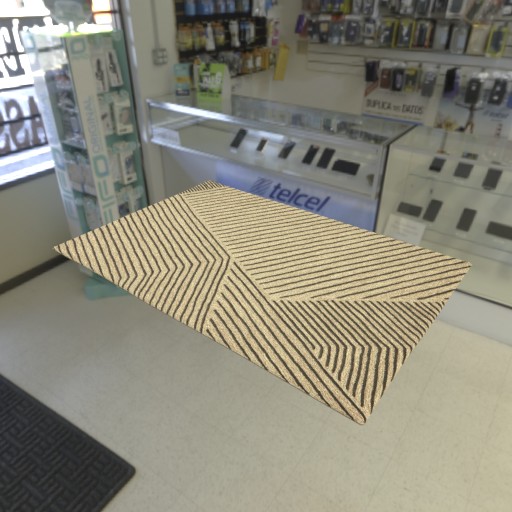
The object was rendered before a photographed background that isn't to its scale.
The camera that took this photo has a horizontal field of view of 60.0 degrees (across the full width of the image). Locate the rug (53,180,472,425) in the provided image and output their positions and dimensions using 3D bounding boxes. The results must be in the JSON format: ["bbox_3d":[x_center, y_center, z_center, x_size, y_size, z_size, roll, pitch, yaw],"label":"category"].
[{"bbox_3d":[0.000,0.000,2.330,1.842,0.019,1.237,22,38,32],"label":"rug"}]
